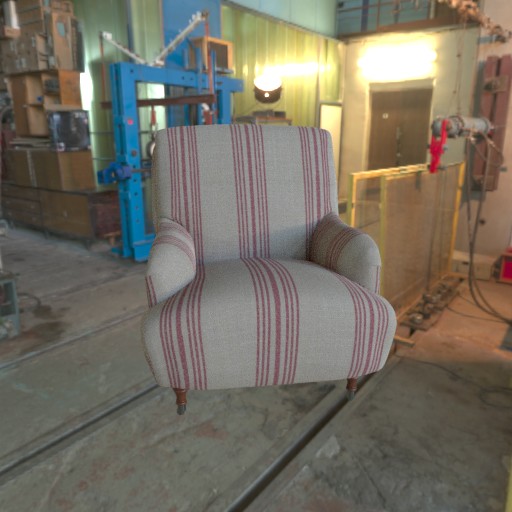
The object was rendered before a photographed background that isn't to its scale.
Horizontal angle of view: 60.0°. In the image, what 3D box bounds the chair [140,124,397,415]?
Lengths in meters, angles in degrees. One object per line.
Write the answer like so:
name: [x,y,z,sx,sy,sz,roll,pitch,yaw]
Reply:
chair: [0.000,0.000,1.950,0.933,1.123,1.058,-2,16,-8]
